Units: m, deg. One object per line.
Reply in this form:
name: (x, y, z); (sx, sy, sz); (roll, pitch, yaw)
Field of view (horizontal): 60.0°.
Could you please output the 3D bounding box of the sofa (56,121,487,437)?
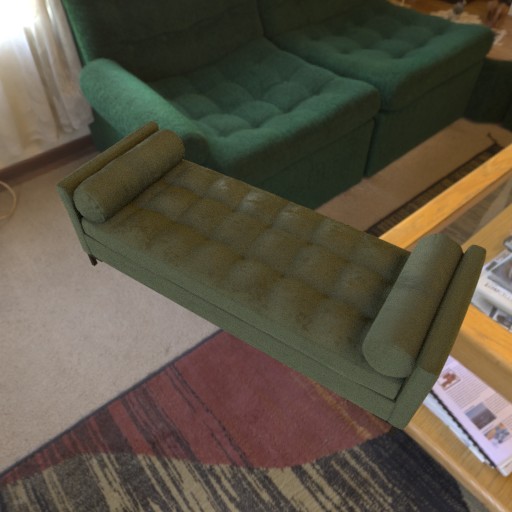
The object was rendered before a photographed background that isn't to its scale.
sofa: (0.000, 0.000, 2.470); (2.130, 0.681, 0.817); (25, 53, 21)
